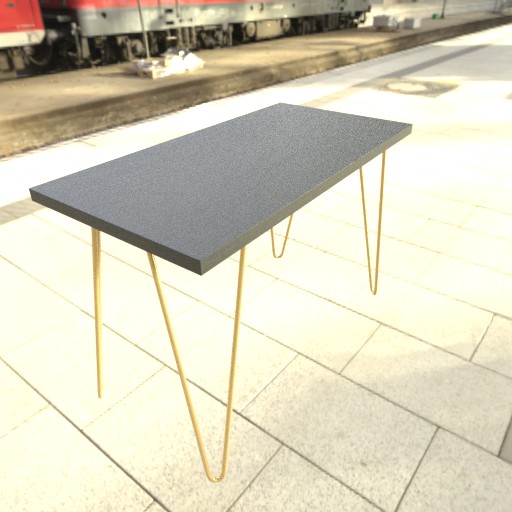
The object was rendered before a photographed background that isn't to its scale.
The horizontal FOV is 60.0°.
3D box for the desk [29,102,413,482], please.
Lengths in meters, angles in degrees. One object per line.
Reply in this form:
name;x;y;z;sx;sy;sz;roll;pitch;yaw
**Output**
desk;0.000;0.000;1.350;0.499;0.660;0.991;21;37;30
